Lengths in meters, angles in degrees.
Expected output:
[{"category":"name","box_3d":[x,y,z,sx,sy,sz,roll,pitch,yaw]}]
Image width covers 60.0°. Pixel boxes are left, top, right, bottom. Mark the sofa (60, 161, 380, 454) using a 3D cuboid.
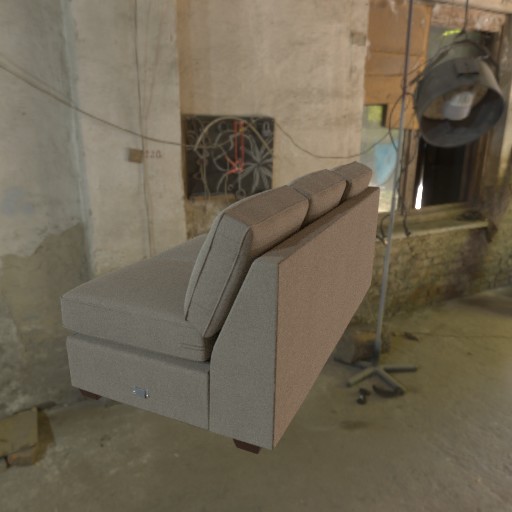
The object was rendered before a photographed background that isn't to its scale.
[{"category":"sofa","box_3d":[0.000,0.000,2.735,1.127,1.036,2.092,8,18,23]}]
